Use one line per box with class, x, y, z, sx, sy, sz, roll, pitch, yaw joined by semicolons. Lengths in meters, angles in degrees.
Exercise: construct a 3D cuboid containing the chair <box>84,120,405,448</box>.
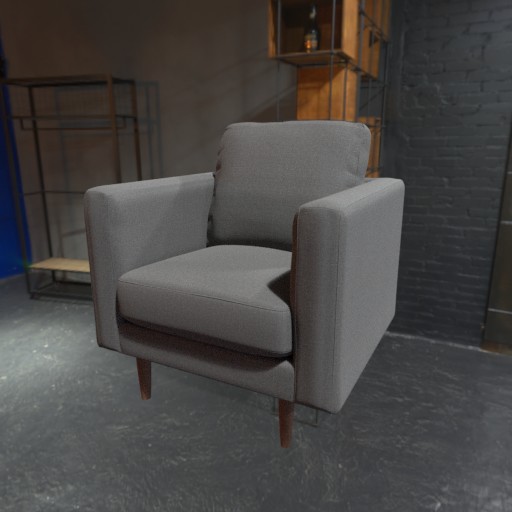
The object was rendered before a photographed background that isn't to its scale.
chair;0.000;0.000;1.554;0.854;0.927;0.800;8;16;27
